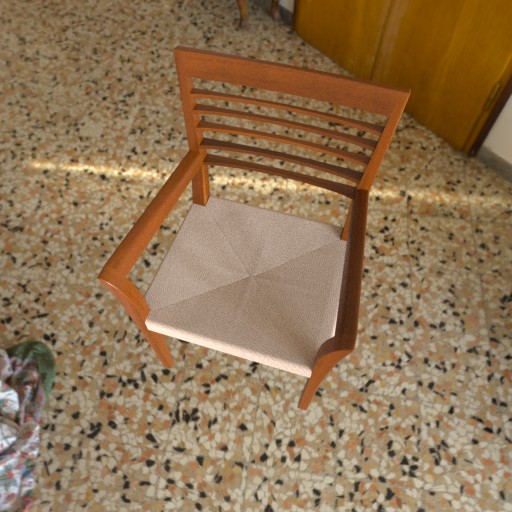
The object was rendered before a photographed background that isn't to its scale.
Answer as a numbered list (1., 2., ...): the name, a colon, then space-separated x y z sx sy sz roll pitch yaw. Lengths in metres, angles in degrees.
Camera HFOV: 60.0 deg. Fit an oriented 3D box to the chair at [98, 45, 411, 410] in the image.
1. chair: 0.000 0.000 1.242 0.587 0.855 0.540 15 59 9
